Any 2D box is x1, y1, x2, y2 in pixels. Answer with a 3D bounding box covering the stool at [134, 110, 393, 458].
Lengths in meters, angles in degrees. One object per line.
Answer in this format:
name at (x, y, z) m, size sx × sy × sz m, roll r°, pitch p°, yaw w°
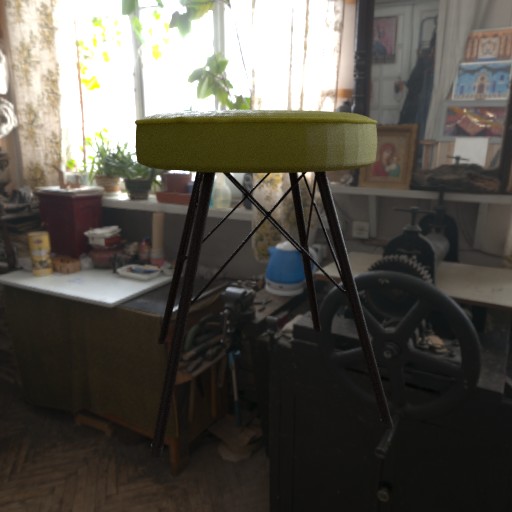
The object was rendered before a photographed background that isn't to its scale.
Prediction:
stool at (0.000, 0.000, 0.828) m, size 0.409 × 0.508 × 0.409 m, roll -3°, pitch 16°, yaw -10°
